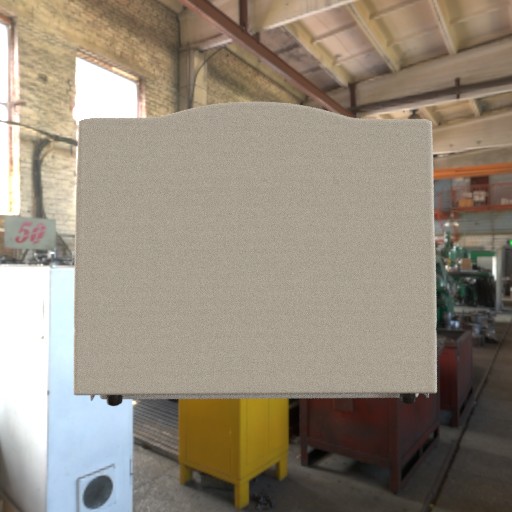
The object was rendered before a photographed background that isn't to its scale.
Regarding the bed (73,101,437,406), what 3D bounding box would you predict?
[{"bbox_3d":[0.000,0.000,3.162,1.741,1.449,2.196,0,0,-1],"label":"bed"}]
